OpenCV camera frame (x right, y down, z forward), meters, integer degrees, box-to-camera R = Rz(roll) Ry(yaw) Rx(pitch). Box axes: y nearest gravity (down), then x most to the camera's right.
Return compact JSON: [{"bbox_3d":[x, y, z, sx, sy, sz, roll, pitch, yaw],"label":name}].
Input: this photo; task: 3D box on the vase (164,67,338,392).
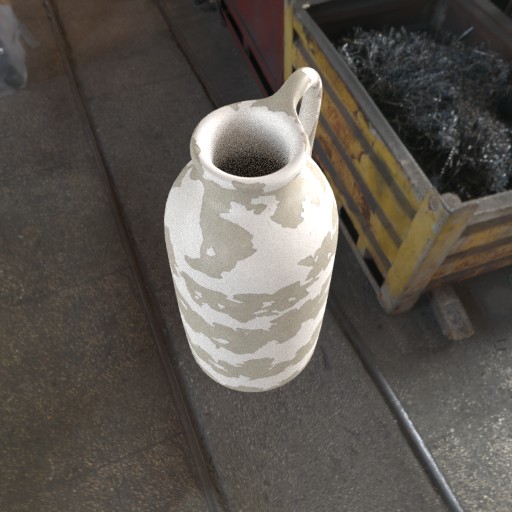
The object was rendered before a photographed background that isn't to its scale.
[{"bbox_3d":[0.000,0.000,0.489,0.186,0.382,0.203,29,62,17],"label":"vase"}]
